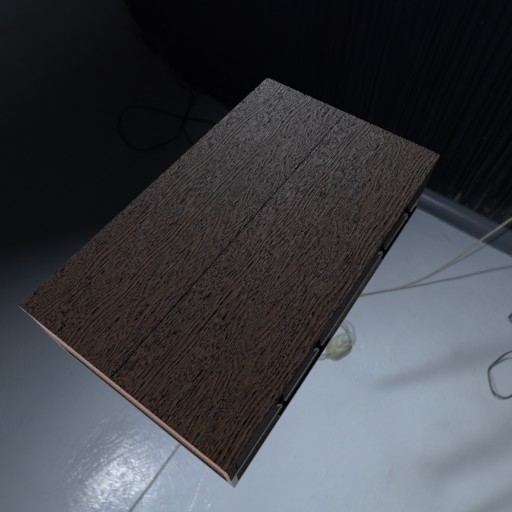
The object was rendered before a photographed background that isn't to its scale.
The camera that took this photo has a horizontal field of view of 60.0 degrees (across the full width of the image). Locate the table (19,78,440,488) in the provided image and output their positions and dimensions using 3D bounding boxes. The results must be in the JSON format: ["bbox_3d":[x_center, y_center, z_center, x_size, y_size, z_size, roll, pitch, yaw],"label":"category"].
[{"bbox_3d":[0.000,0.000,1.471,0.719,0.361,1.167,31,63,18],"label":"table"}]
